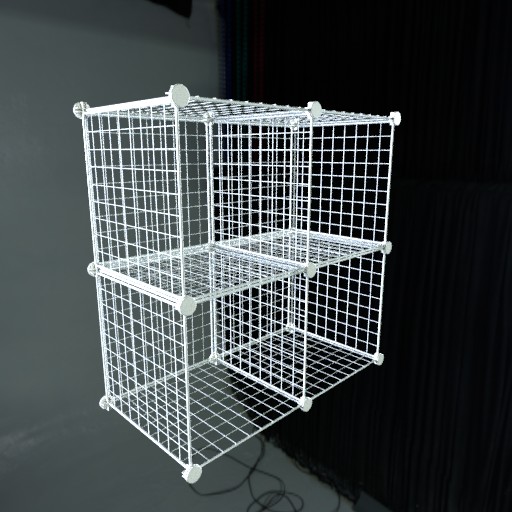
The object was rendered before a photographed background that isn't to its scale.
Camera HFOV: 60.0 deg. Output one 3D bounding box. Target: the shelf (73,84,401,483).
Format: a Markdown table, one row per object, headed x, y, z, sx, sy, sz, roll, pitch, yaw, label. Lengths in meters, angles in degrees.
| x | y | z | sx | sy | sz | roll | pitch | yaw | label |
| --- | --- | --- | --- | --- | --- | --- | --- | --- | --- |
| 0.000 | 0.000 | 1.115 | 0.711 | 0.711 | 0.356 | -13 | 18 | -43 | shelf |
